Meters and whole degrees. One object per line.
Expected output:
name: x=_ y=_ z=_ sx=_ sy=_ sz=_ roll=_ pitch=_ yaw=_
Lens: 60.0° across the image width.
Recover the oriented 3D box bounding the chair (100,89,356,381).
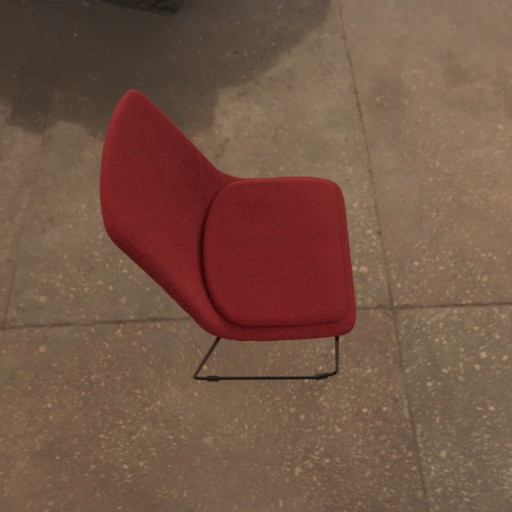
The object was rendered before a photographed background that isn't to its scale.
chair: x=0.000 y=0.000 z=1.125 sx=0.518 sy=0.858 sz=0.479 roll=0 pitch=65 yaw=0
